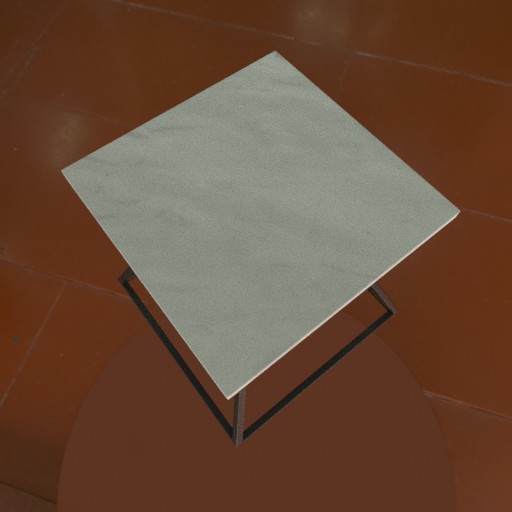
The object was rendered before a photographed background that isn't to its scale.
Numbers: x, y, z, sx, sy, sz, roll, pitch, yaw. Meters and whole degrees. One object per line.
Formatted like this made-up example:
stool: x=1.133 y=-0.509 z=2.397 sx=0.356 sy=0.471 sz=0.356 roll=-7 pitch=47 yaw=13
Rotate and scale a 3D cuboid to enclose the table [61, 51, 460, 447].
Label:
table: x=0.000 y=0.000 z=0.825 sx=0.455 sy=0.431 sz=0.455 roll=-35 pitch=69 yaw=-16
